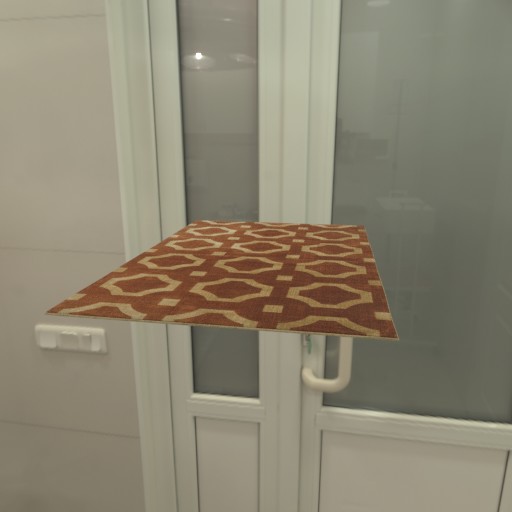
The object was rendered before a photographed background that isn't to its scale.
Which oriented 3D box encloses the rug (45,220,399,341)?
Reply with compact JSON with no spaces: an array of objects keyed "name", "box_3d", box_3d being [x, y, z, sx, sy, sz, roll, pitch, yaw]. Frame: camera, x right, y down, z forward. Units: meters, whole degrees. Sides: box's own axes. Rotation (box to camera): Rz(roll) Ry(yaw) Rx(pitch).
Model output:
[{"name":"rug","box_3d":[0.000,0.000,2.971,1.555,0.016,2.286,3,16,10]}]
